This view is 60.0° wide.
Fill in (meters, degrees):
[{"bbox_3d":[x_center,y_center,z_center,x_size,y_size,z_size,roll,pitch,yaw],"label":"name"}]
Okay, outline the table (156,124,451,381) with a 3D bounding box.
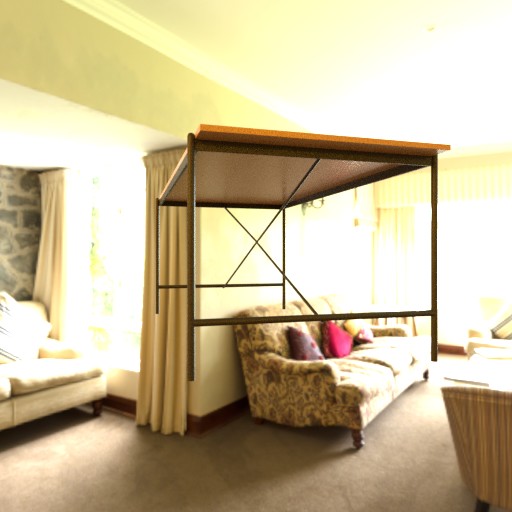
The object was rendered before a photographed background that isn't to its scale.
[{"bbox_3d":[0.000,0.000,2.248,0.900,0.758,1.800,0,0,-16],"label":"table"}]
